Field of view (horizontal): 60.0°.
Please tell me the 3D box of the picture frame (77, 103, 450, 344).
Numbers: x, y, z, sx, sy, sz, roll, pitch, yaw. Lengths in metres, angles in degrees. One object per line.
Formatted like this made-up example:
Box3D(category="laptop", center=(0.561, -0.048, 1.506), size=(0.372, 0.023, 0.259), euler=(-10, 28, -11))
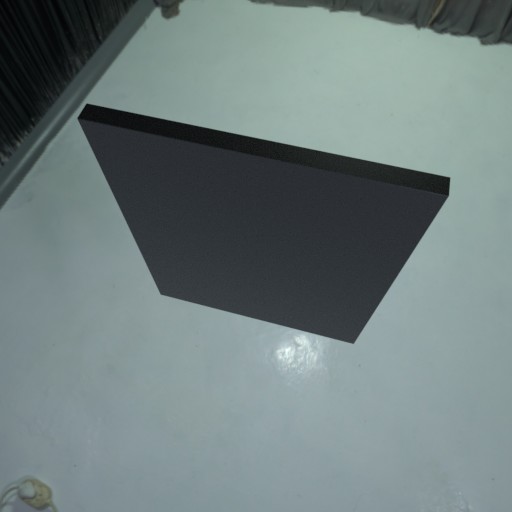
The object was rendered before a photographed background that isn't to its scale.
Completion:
Box3D(category="picture frame", center=(0.000, 0.000, 0.782), size=(0.460, 0.556, 0.028), euler=(13, 62, 7))
